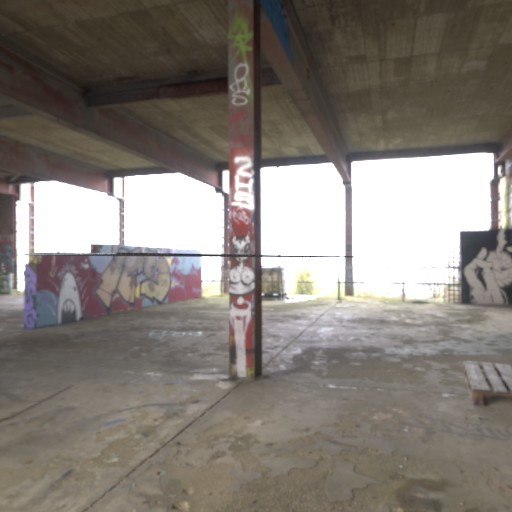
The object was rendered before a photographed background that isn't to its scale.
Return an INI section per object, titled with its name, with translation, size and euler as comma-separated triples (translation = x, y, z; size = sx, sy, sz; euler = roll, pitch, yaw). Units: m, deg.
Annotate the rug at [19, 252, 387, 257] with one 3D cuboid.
[rug]
translation = 0.000, 0.000, 2.656
size = 0.688, 0.008, 2.443
euler = 0, -1, 37
